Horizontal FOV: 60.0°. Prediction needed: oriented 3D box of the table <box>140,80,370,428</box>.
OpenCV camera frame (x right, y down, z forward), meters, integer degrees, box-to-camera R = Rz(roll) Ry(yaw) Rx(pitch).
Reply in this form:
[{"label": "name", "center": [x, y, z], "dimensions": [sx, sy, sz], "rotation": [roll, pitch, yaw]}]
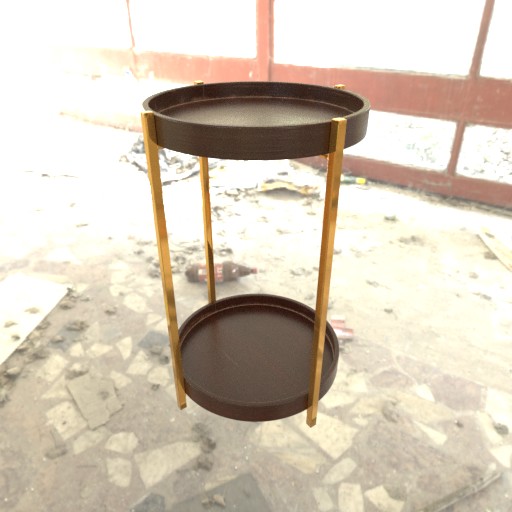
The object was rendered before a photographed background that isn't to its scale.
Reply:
[{"label": "table", "center": [0.000, 0.000, 0.886], "dimensions": [0.400, 0.610, 0.400], "rotation": [-20, 36, -30]}]
